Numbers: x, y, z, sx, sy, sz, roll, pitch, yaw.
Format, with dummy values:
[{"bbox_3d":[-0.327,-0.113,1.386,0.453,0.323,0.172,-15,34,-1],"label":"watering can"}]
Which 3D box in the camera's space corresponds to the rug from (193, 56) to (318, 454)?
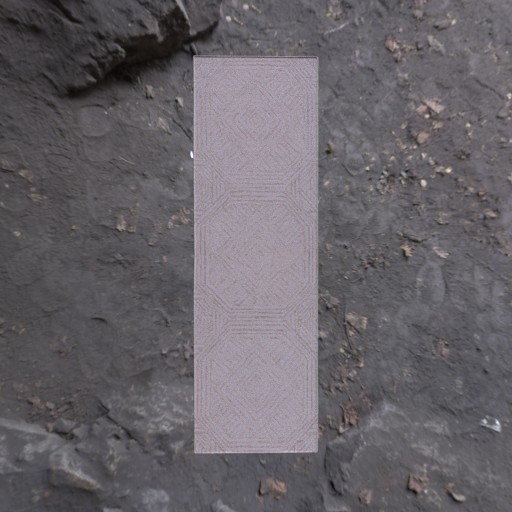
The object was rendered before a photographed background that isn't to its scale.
[{"bbox_3d":[0.000,0.000,2.740,0.775,0.012,2.452,0,91,-1],"label":"rug"}]
